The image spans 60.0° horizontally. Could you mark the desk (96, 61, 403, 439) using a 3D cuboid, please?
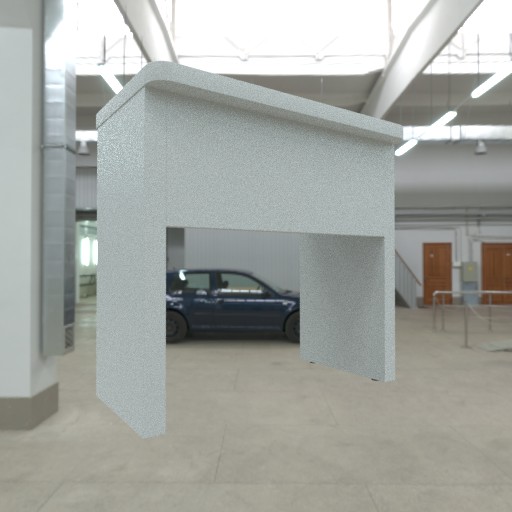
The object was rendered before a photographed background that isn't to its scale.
[{"bbox_3d":[0.000,0.000,1.260,0.790,0.760,0.446,1,-1,-35],"label":"desk"}]
